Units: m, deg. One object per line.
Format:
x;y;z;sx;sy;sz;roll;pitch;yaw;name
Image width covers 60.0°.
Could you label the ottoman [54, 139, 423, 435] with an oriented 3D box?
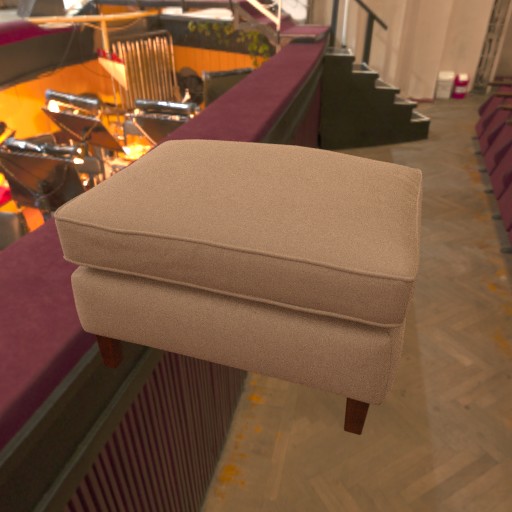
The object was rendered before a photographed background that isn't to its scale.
0.000;0.000;0.997;0.665;0.456;0.501;10;34;15;ottoman
